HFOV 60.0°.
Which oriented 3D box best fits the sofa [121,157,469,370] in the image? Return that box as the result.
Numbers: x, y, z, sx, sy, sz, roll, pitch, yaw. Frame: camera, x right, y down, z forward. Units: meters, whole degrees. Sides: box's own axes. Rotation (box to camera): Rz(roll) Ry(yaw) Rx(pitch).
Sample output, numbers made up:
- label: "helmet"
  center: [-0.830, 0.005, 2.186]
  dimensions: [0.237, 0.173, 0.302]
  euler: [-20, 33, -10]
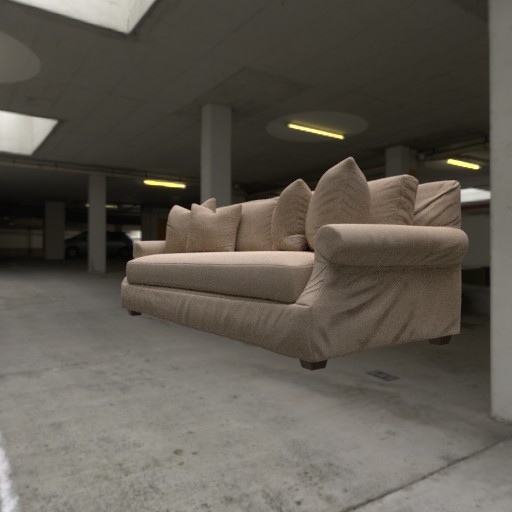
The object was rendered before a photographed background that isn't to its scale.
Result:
- label: "sofa"
  center: [0.000, 0.000, 2.832]
  dimensions: [1.067, 0.904, 2.285]
  euler: [0, 0, -35]
